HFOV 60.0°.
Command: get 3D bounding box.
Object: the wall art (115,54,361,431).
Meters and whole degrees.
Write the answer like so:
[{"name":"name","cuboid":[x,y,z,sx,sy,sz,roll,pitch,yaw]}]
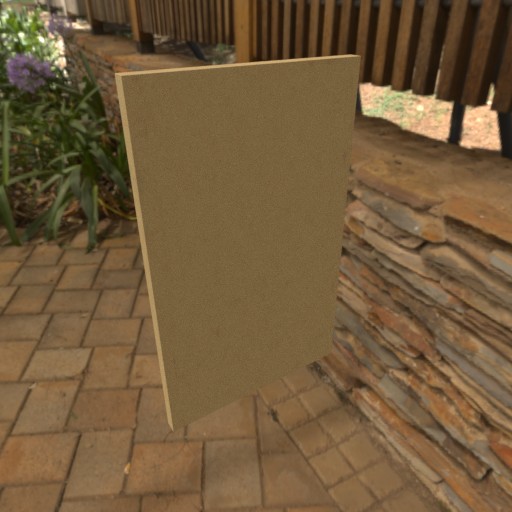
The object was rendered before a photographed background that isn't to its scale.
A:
[{"name":"wall art","cuboid":[0.000,0.000,1.010,0.510,0.810,0.039,-18,35,-28]}]
